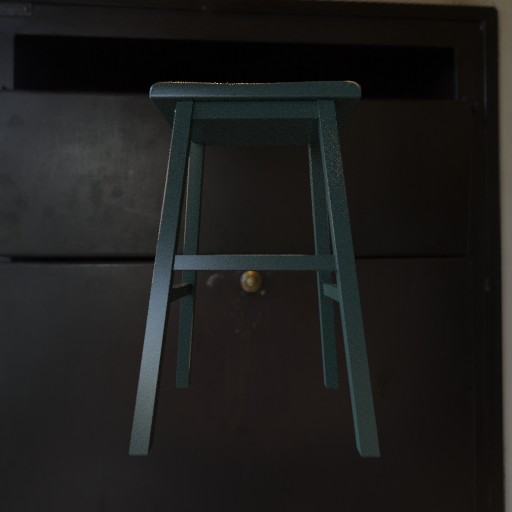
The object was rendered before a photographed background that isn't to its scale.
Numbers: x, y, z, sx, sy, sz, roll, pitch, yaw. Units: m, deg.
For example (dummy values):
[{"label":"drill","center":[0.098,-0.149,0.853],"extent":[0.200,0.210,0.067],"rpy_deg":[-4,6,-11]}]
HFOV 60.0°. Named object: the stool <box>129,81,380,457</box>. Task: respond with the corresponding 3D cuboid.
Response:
[{"label":"stool","center":[0.000,0.000,1.049],"extent":[0.457,0.737,0.476],"rpy_deg":[0,-1,1]}]
